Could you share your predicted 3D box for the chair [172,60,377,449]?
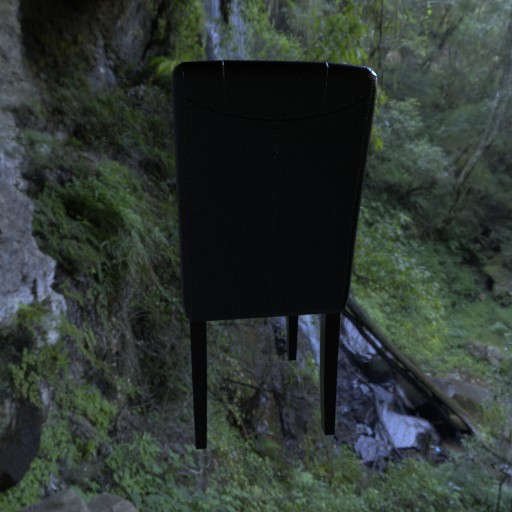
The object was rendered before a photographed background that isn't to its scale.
[{"bbox_3d":[0.000,0.000,1.194,0.399,0.897,0.556,-2,15,-9],"label":"chair"}]
